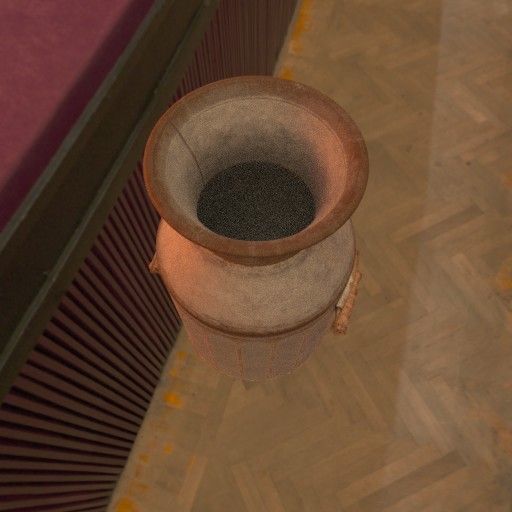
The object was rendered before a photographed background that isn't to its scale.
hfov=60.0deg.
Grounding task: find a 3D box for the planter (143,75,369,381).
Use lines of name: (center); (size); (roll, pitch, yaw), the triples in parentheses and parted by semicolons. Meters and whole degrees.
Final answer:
planter: (0.000, 0.000, 0.507); (0.248, 0.358, 0.215); (18, 65, 9)
